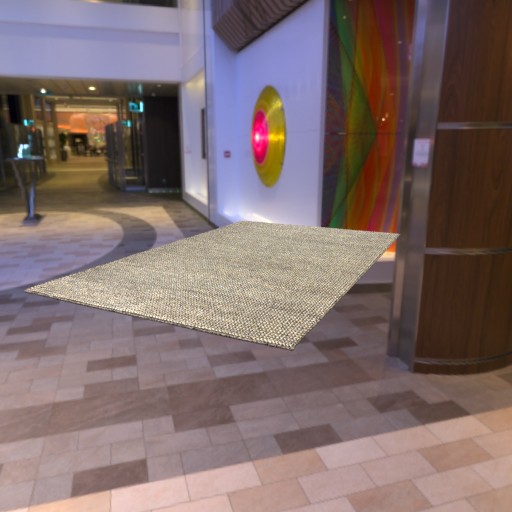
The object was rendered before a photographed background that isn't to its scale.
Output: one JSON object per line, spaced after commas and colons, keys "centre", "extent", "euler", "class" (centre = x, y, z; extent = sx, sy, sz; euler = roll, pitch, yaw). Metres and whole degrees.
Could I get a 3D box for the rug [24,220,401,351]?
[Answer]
{"centre": [0.000, 0.000, 3.063], "extent": [1.538, 0.021, 2.443], "euler": [7, 16, 26], "class": "rug"}
